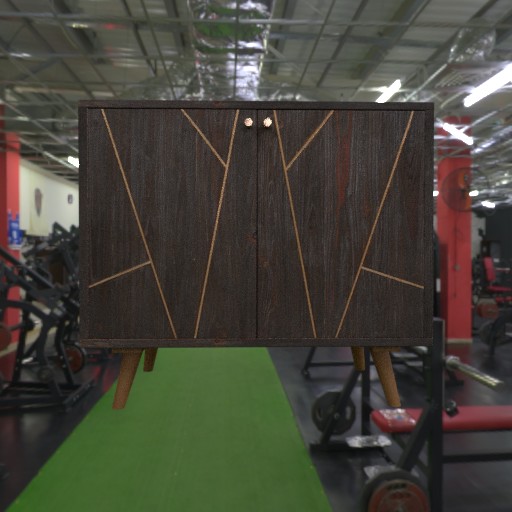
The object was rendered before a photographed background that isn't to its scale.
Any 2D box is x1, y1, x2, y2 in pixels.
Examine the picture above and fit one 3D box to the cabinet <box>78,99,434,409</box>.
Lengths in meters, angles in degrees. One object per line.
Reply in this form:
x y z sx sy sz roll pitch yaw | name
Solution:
0.000 0.000 1.510 1.023 0.897 0.529 0 1 -1 | cabinet
